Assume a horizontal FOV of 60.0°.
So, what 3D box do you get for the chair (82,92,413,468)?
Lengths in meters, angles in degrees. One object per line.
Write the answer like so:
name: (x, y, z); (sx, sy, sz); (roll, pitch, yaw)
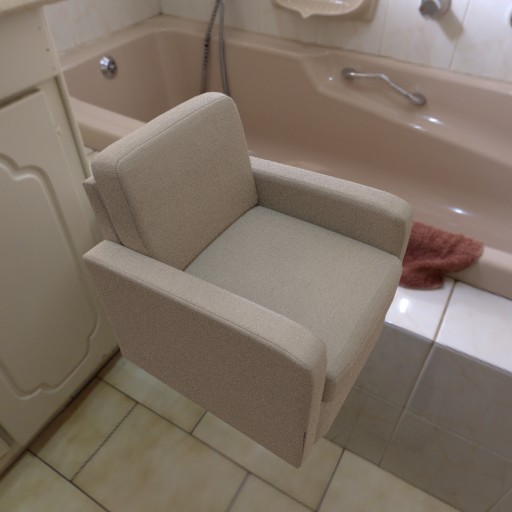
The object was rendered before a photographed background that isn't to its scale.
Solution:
chair: (0.000, 0.000, 1.490); (0.888, 0.827, 0.755); (24, 48, 23)
